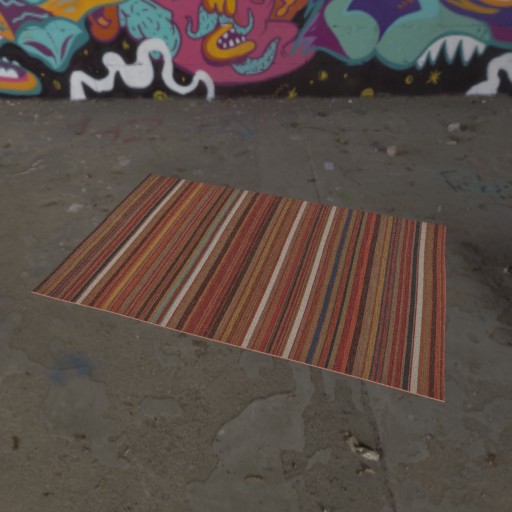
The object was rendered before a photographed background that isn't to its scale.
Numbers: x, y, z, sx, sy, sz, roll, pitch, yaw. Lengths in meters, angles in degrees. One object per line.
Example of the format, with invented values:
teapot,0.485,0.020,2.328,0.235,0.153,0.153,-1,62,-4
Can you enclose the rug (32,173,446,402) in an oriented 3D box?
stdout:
rug,0.000,0.000,3.000,2.438,0.008,1.523,12,42,14
